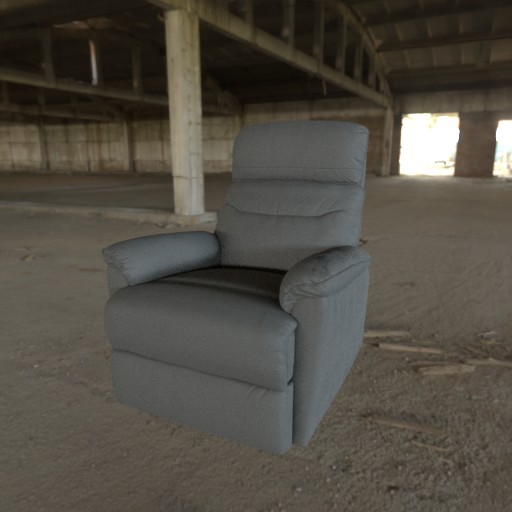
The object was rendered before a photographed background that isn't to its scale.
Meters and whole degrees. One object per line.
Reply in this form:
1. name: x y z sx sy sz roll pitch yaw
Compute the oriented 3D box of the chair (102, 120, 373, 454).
1. chair: 0.000 0.000 1.683 0.820 1.037 1.004 7 15 26
